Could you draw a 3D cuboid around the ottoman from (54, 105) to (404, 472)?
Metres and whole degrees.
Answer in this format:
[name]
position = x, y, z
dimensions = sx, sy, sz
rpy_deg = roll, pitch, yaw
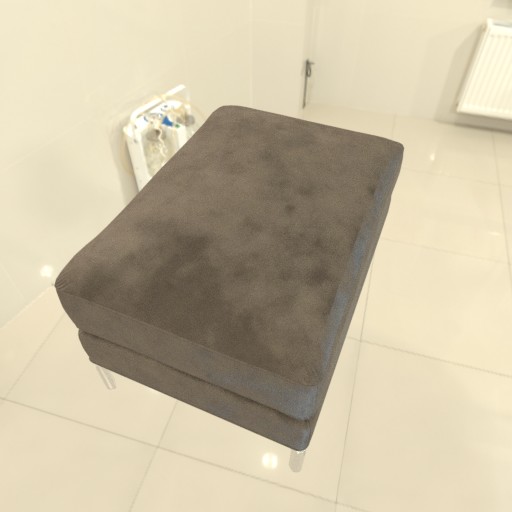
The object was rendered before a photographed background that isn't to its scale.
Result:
[ottoman]
position = 0.000, 0.000, 1.067
dimensions = 0.520, 0.456, 0.719
rpy_deg = 18, 50, 15
